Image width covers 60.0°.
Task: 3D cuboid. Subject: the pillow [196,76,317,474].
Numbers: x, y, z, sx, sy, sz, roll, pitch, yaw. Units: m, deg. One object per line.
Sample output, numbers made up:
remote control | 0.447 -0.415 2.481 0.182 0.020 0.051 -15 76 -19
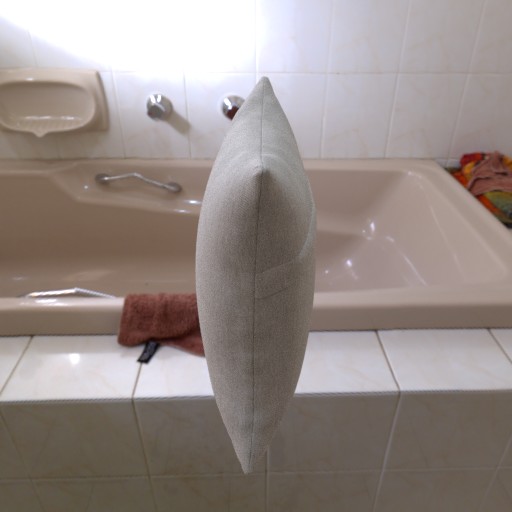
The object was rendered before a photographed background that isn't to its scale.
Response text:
pillow | 0.000 0.000 0.665 0.173 0.436 0.433 1 32 1
